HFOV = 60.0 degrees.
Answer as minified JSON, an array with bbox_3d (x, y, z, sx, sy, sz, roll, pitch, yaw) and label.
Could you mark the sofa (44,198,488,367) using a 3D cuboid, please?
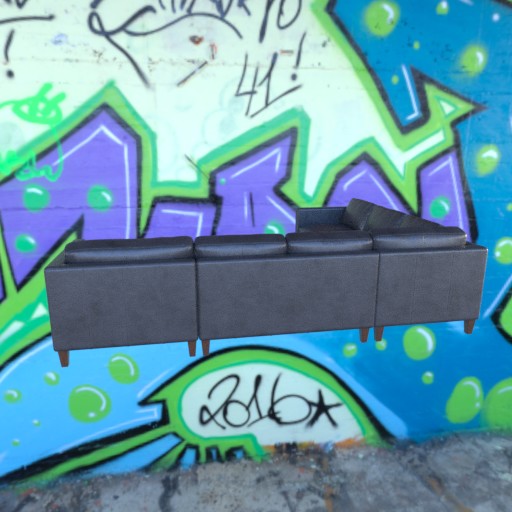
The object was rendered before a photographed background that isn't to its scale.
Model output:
[{"bbox_3d":[0.000,0.000,4.466,3.324,0.891,2.452,-3,15,-10],"label":"sofa"}]
